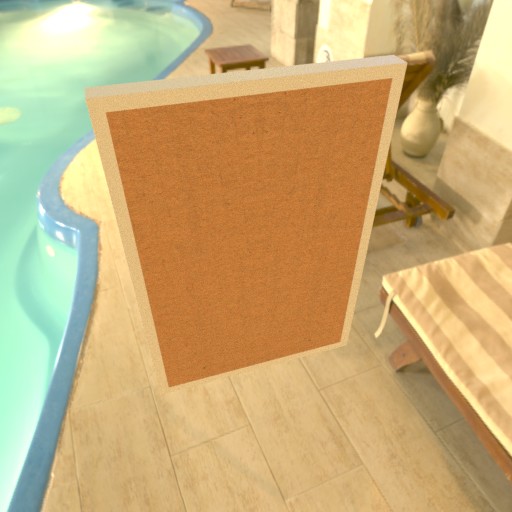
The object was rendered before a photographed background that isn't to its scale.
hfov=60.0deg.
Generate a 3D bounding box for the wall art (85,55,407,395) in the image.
[{"bbox_3d":[0.000,0.000,0.535,0.293,0.428,0.025,-12,42,-13],"label":"wall art"}]
